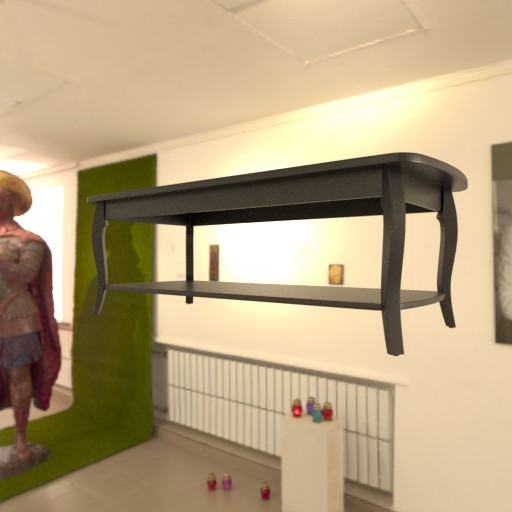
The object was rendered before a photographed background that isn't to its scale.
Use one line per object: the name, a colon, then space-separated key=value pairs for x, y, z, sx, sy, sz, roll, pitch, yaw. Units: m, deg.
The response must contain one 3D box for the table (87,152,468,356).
table: x=0.000 y=0.000 z=1.565 sx=1.333 sy=0.457 sz=0.571 roll=0 pitch=0 yaw=37
